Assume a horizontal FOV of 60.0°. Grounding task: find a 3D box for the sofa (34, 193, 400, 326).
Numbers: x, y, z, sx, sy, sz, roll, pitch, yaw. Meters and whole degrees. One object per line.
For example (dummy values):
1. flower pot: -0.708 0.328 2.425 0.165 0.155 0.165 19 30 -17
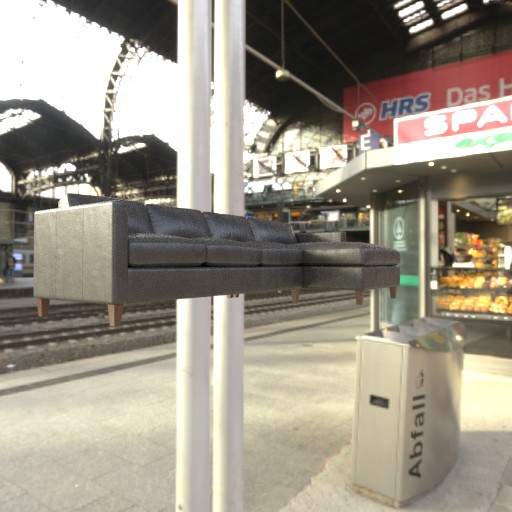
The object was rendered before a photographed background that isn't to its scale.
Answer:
1. sofa: 0.000 0.000 3.965 1.581 0.883 3.203 -1 -1 36
